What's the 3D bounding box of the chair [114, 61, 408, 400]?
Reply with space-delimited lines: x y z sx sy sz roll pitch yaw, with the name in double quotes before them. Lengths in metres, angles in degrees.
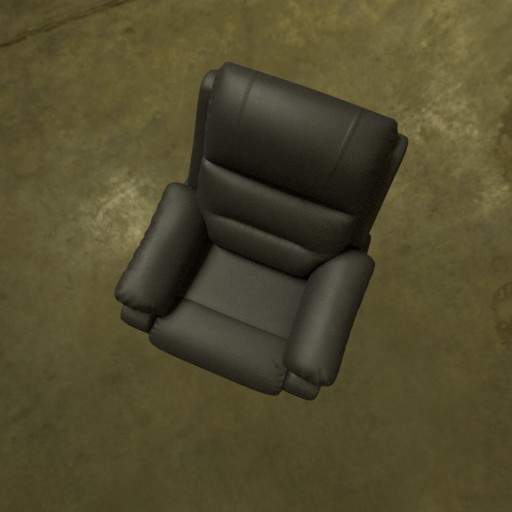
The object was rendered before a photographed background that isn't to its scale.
"chair" 0.000 0.000 1.679 0.855 0.992 0.919 21 76 6
